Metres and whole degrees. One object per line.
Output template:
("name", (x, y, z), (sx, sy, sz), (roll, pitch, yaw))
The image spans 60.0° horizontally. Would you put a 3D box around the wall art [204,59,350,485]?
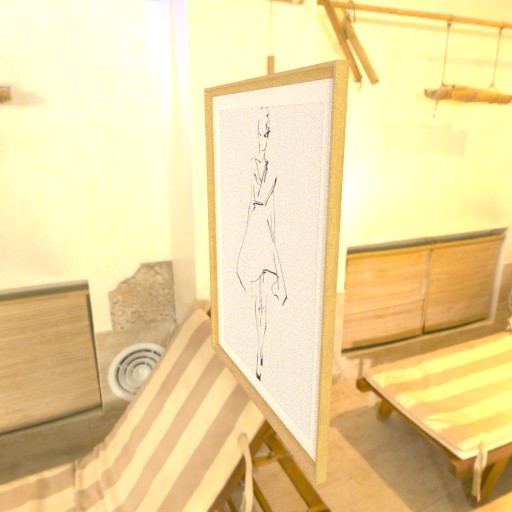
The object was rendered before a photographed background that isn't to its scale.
("wall art", (0.000, 0.000, 1.341), (0.030, 1.002, 0.798), (-8, 18, -24))
